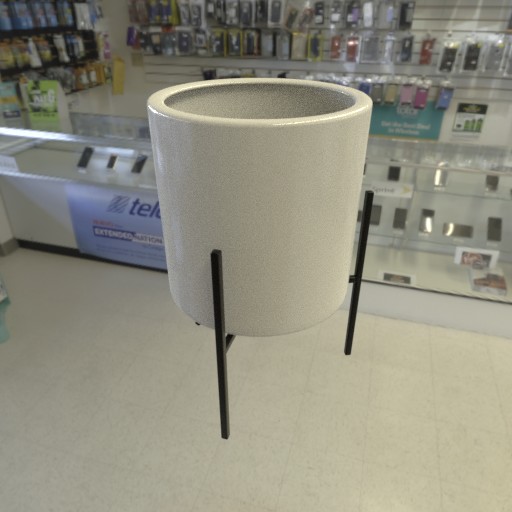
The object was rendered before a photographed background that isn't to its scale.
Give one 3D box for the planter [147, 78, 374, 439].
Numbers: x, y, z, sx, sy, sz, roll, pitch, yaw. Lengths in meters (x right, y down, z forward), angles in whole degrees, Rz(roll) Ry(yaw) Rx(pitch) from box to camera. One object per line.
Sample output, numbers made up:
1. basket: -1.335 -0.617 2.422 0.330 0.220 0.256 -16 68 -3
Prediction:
1. planter: 0.000 0.000 0.517 0.239 0.356 0.239 10 32 16
